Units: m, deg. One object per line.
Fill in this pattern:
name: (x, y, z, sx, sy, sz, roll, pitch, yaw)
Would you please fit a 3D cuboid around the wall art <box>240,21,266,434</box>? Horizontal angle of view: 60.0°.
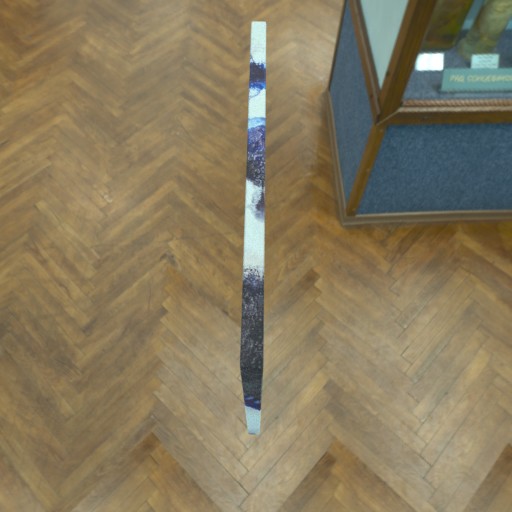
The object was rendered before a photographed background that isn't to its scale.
wall art: (0.000, 0.000, 1.311, 0.038, 0.885, 0.887, 1, 62, 0)
